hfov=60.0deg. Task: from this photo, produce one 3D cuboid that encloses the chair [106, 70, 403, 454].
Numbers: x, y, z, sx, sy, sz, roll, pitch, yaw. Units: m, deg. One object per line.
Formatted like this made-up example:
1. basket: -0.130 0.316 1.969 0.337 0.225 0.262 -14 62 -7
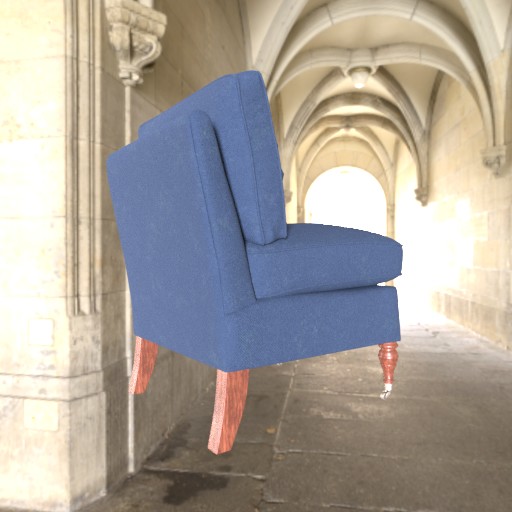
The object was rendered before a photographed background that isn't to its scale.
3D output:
1. chair: 0.000 0.000 1.660 0.912 1.052 0.724 0 0 -36
